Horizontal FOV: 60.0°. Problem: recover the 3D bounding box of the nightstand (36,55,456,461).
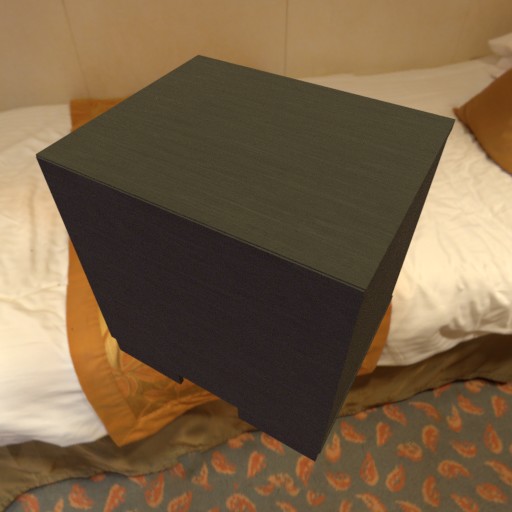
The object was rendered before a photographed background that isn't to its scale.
[{"bbox_3d":[0.000,0.000,0.733,0.427,0.448,0.347,23,50,20],"label":"nightstand"}]
